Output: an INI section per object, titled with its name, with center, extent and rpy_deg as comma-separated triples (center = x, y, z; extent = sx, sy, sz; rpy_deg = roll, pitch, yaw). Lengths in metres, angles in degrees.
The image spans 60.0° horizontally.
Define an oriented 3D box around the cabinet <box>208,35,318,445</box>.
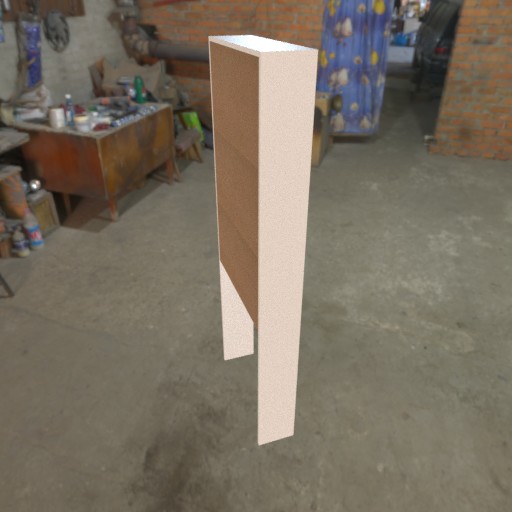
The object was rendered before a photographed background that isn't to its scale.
[cabinet]
center = 0.000, 0.000, 2.029
extent = 0.192, 1.770, 0.643
rpy_deg = -10, 32, -16
